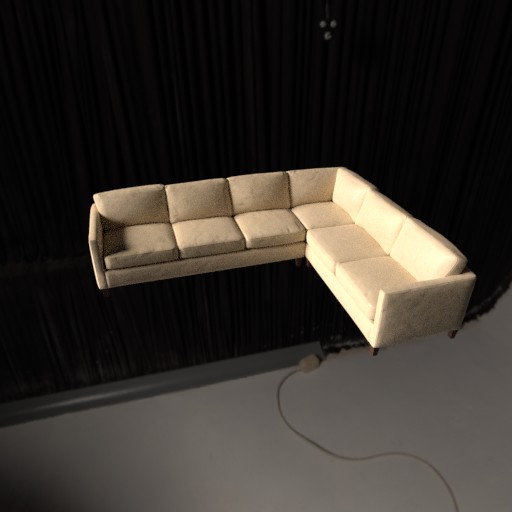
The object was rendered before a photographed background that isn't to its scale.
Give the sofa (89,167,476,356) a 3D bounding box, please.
[{"bbox_3d":[0.000,0.000,4.614,3.302,0.947,2.593,-9,32,-14],"label":"sofa"}]
